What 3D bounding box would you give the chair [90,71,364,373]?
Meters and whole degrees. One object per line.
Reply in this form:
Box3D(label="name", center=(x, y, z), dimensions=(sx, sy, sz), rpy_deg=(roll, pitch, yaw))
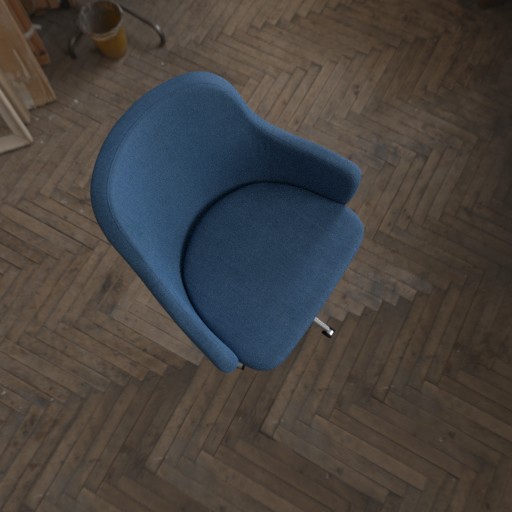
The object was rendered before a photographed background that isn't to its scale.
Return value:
Box3D(label="chair", center=(0.000, 0.000, 1.228), dimensions=(0.655, 0.820, 0.599), rpy_deg=(34, 78, 8))
